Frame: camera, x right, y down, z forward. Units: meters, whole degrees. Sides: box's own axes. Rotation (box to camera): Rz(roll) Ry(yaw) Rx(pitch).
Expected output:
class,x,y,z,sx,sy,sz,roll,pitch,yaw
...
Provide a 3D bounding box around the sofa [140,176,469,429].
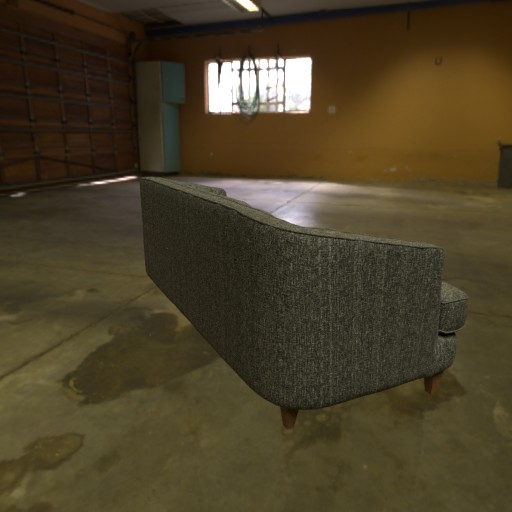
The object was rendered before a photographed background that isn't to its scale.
class,x,y,z,sx,sy,sz,roll,pitch,yaw
sofa,0.000,0.000,2.650,0.941,0.855,2.278,-8,17,-26
